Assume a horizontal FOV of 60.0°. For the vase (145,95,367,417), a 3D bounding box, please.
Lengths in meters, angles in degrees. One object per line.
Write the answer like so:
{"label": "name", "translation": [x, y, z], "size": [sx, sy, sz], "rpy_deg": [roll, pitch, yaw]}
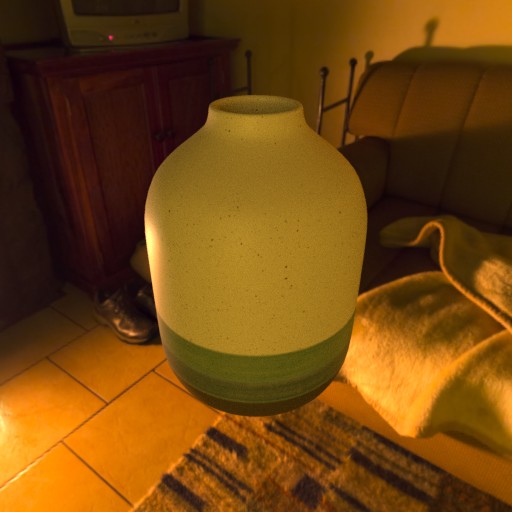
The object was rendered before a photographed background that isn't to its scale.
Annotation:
{"label": "vase", "translation": [0.000, 0.000, 0.362], "size": [0.169, 0.240, 0.169], "rpy_deg": [0, 31, 0]}
